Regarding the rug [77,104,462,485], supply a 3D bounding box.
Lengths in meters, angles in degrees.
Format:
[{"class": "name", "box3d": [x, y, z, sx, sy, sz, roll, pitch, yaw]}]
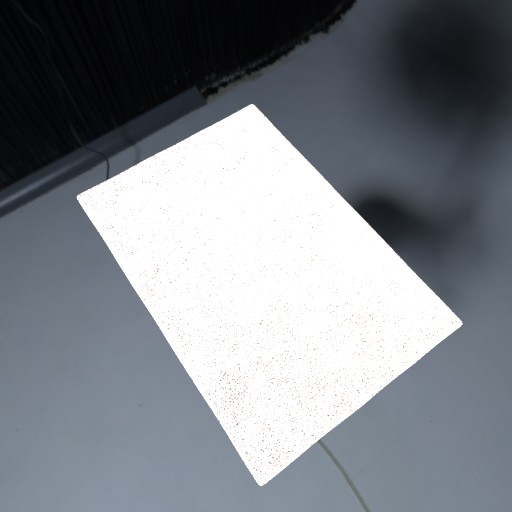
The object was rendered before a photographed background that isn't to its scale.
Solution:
[{"class": "rug", "box3d": [0.000, 0.000, 2.328, 1.219, 0.030, 1.778, -32, 68, -15]}]
